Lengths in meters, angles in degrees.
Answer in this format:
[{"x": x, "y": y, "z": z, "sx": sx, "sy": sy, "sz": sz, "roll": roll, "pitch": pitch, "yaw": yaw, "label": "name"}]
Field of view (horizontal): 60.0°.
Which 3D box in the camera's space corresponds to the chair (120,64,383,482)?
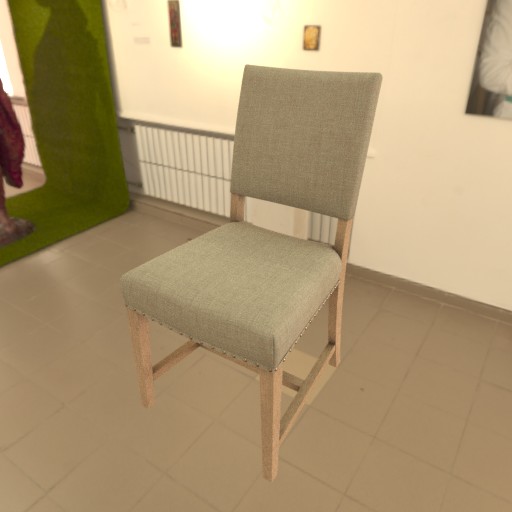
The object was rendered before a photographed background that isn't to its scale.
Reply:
[{"x": 0.000, "y": 0.000, "z": 1.312, "sx": 0.508, "sy": 0.986, "sz": 0.622, "roll": 17, "pitch": 33, "yaw": 29, "label": "chair"}]
